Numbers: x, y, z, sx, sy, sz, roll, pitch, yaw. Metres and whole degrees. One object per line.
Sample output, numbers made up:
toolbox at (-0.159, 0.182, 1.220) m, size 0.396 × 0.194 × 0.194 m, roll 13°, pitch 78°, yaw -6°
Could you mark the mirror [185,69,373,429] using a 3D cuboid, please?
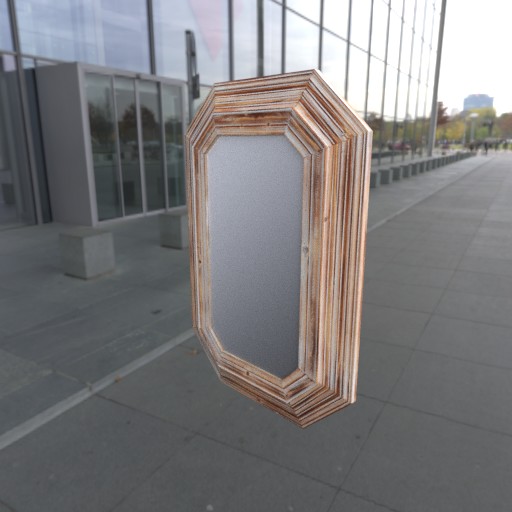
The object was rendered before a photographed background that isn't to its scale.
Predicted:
mirror at (0.000, 0.000, 1.340) m, size 0.061 × 1.015 × 0.709 m, roll -14°, pitch 20°, yaw -43°
